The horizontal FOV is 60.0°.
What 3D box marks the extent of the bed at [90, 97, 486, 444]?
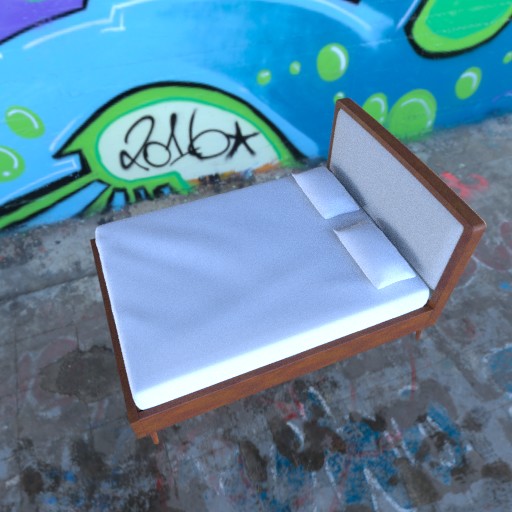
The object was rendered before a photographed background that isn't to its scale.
[{"bbox_3d":[0.000,0.000,3.177,2.196,1.275,1.587,-17,50,-15],"label":"bed"}]
